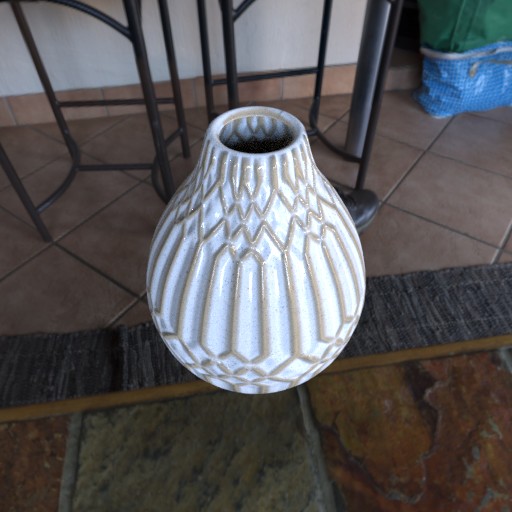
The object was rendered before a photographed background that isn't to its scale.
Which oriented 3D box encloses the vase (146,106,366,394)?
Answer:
[{"bbox_3d":[0.000,0.000,0.312,0.159,0.200,0.159,0,47,0],"label":"vase"}]
